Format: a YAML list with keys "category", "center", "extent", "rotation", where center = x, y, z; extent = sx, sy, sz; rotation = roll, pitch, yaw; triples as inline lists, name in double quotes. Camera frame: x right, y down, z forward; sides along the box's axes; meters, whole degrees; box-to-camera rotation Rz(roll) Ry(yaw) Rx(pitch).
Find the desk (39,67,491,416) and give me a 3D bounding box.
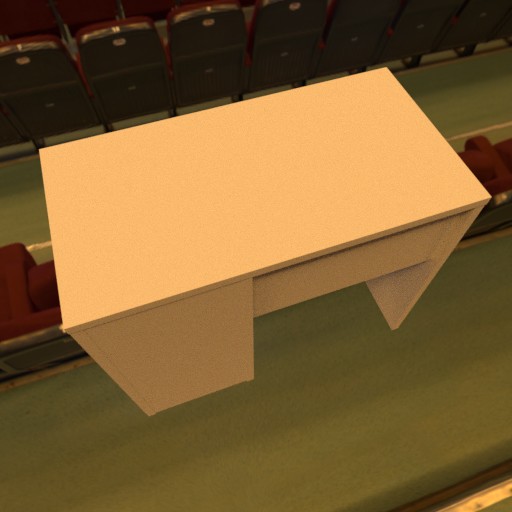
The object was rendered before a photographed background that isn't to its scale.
- category: "desk"
  center: [0.000, 0.000, 1.297]
  extent: [0.898, 0.730, 0.482]
  rotation: [-17, 60, -10]
